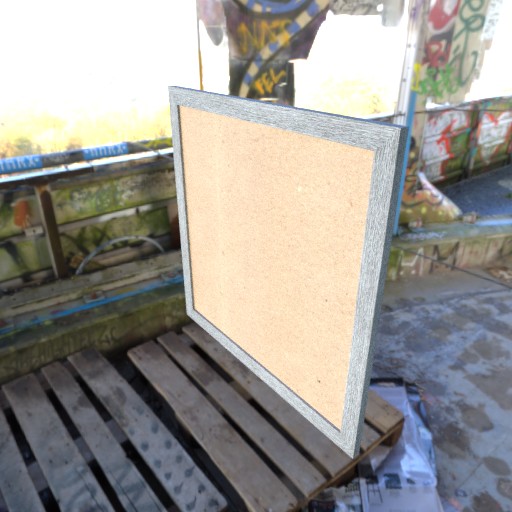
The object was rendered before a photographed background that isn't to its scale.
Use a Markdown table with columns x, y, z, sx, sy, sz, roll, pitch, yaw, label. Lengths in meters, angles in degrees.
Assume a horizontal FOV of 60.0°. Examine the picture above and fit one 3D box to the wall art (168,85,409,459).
| x | y | z | sx | sy | sz | roll | pitch | yaw | label |
| --- | --- | --- | --- | --- | --- | --- | --- | --- | --- |
| 0.000 | 0.000 | 1.027 | 0.020 | 0.685 | 0.685 | -20 | 33 | -34 | wall art |
